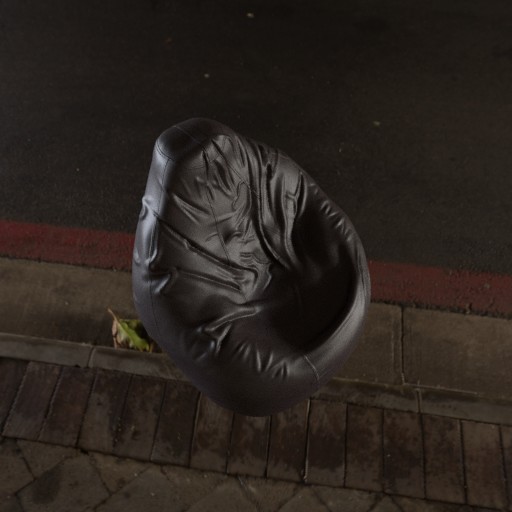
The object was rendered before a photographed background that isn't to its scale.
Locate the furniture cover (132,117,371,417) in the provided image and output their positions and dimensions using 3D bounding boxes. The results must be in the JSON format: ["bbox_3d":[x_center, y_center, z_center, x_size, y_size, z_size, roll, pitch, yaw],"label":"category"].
[{"bbox_3d":[0.000,0.000,1.885,1.070,0.990,1.070,36,65,20],"label":"furniture cover"}]
